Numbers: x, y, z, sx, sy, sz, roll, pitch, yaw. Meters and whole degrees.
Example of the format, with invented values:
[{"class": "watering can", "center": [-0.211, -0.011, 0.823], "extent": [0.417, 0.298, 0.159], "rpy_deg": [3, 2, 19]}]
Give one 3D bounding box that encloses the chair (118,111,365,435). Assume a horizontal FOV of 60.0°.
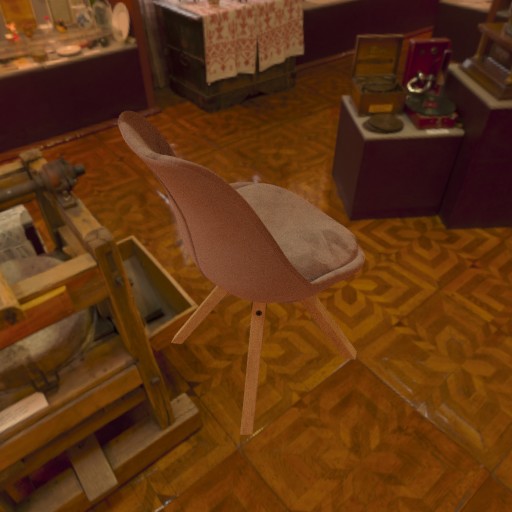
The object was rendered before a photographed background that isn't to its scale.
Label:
[{"class": "chair", "center": [0.000, 0.000, 1.196], "extent": [0.550, 0.850, 0.485], "rpy_deg": [-27, 48, -27]}]
